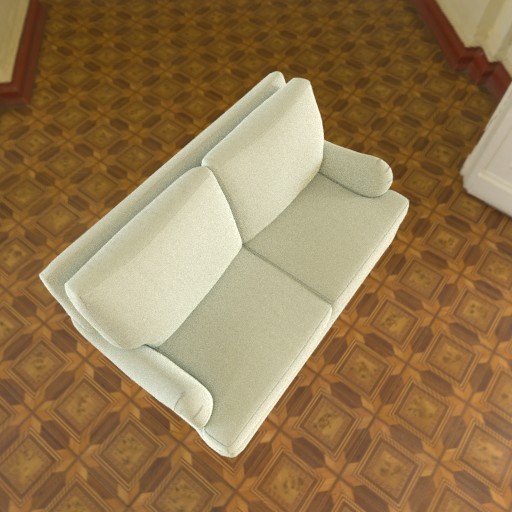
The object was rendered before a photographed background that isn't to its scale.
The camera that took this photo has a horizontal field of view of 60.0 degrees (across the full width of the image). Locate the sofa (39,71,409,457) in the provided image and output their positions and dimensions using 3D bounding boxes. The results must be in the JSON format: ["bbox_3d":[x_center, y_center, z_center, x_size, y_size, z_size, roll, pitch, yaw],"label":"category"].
[{"bbox_3d":[0.000,0.000,2.514,1.084,1.101,1.853,33,64,18],"label":"sofa"}]
